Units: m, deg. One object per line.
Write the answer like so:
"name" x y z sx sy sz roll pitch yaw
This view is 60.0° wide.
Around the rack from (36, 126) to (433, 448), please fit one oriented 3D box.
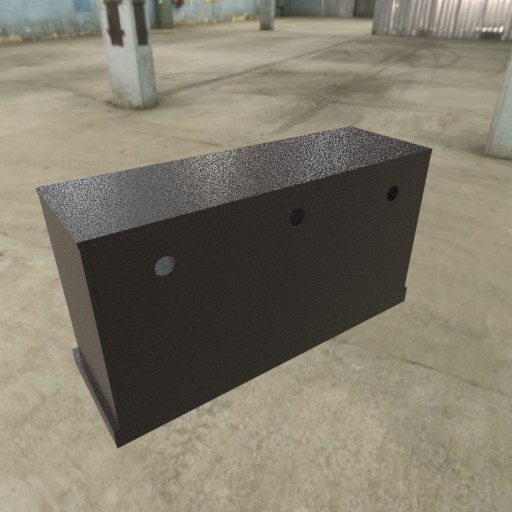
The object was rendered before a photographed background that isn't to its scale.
"rack" 0.000 0.000 1.500 1.206 0.635 0.399 -19 35 -30
